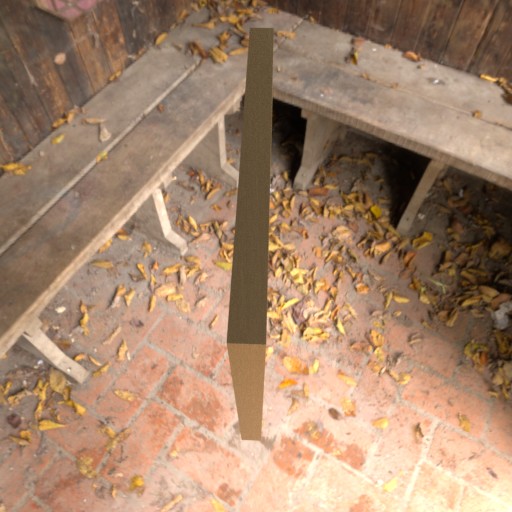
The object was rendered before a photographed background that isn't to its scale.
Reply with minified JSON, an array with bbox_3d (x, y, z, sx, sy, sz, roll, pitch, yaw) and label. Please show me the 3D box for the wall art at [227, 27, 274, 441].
[{"bbox_3d":[0.000,0.000,0.763,0.037,0.509,0.510,2,58,1],"label":"wall art"}]
